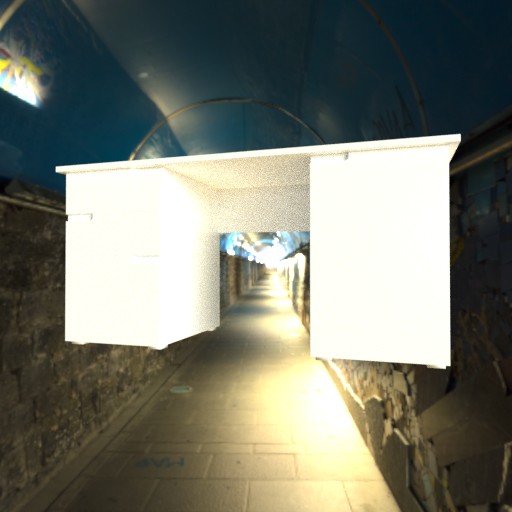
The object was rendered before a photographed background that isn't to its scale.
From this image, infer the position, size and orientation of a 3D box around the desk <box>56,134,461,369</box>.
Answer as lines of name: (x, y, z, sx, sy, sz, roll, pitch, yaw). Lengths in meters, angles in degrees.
desk: (0.000, 0.000, 1.964, 1.580, 0.760, 0.670, 0, -1, 18)
